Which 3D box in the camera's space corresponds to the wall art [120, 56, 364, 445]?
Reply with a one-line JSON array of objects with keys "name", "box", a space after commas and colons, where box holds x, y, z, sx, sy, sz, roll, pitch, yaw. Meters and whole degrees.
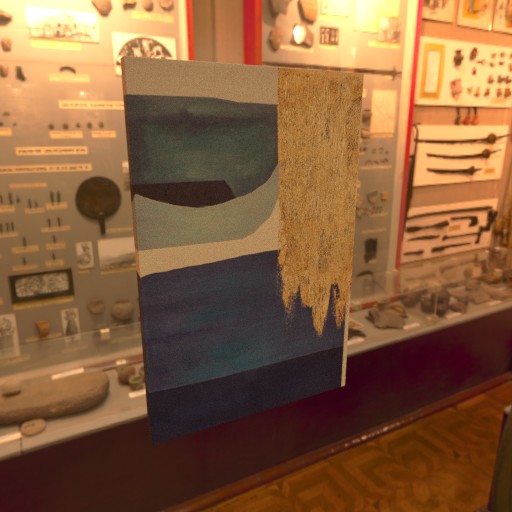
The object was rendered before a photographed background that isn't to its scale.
[{"name": "wall art", "box": [0.000, 0.000, 1.151, 0.607, 0.911, 0.039, -8, 17, -26]}]
